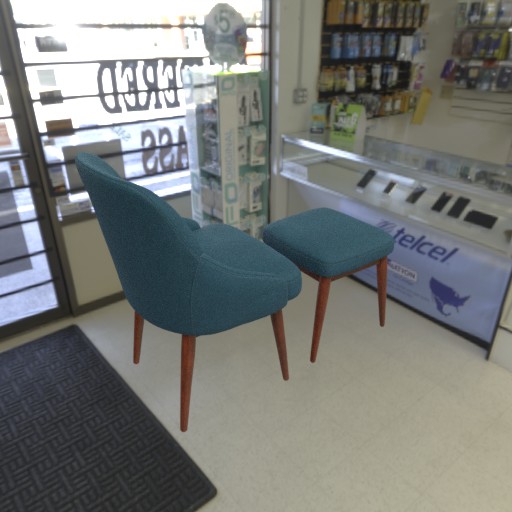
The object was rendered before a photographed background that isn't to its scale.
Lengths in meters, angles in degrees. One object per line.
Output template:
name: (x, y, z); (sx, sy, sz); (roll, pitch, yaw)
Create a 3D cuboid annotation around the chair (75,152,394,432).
chair: (0.000, 0.000, 1.631); (1.114, 0.866, 0.584); (-18, 32, -31)
